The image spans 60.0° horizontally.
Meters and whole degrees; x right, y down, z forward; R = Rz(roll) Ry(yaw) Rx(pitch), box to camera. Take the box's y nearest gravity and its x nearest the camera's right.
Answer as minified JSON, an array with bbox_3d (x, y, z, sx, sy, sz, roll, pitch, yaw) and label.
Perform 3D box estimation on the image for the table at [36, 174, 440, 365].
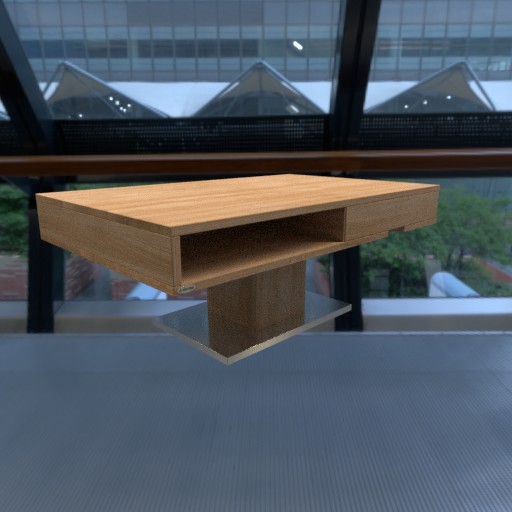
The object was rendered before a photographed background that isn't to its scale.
[{"bbox_3d":[0.000,0.000,1.465,1.100,0.440,0.700,-14,20,-42],"label":"table"}]
